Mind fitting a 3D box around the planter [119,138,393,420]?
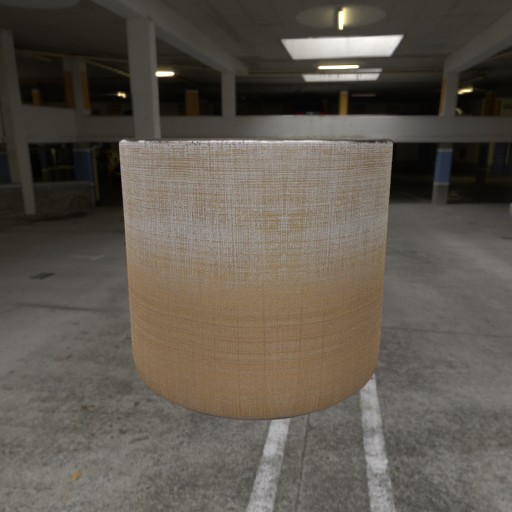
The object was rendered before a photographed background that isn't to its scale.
[{"bbox_3d":[0.000,0.000,0.391,0.221,0.201,0.221,0,15,0],"label":"planter"}]
